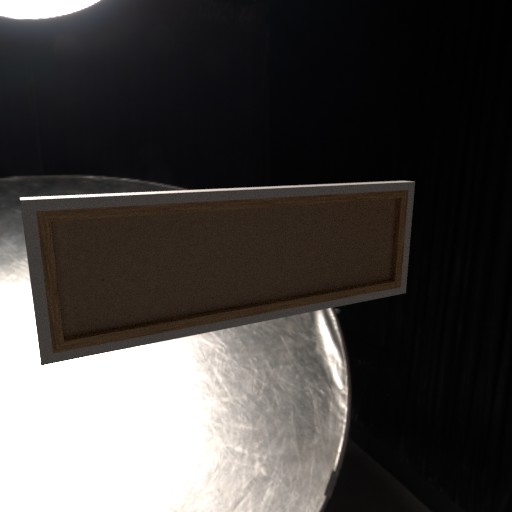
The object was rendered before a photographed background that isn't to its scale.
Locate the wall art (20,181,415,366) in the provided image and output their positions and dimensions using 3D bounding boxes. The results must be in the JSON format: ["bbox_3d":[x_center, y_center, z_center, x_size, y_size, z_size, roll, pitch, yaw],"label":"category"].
[{"bbox_3d":[0.000,0.000,0.838,0.763,0.255,0.038,-7,15,-27],"label":"wall art"}]
